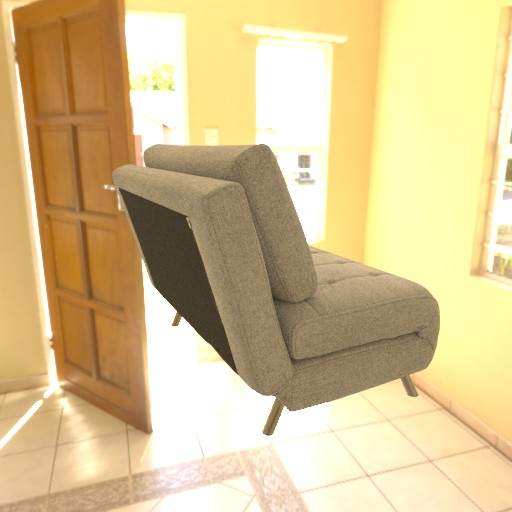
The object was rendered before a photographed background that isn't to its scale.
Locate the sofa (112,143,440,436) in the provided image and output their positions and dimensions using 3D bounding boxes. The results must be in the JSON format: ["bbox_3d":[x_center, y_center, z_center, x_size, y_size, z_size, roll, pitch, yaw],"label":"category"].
[{"bbox_3d":[0.000,0.000,1.853,0.910,0.910,1.220,-7,16,-27],"label":"sofa"}]
